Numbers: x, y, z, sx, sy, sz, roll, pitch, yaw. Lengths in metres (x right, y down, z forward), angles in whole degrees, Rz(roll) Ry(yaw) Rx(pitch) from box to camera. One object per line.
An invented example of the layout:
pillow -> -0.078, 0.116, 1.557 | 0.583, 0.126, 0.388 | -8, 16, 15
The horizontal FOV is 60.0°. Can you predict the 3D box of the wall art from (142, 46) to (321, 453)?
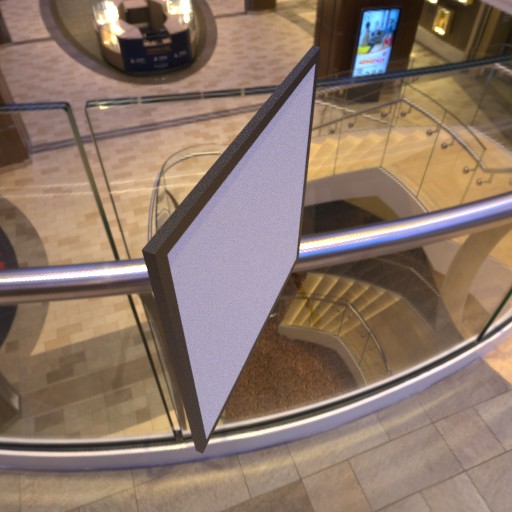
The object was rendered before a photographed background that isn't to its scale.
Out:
wall art -> 0.000, 0.000, 1.196 | 0.022, 0.807, 0.807 | 17, 49, 16
